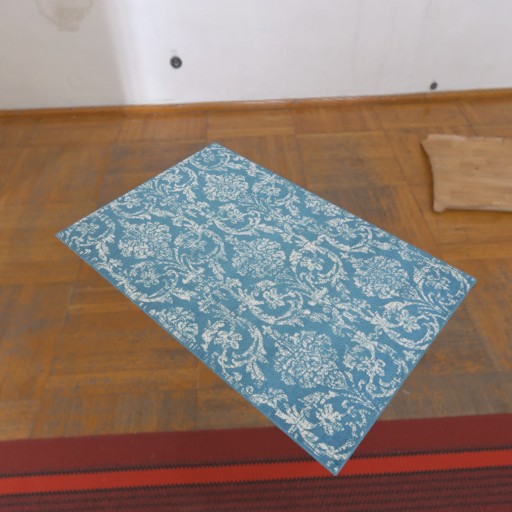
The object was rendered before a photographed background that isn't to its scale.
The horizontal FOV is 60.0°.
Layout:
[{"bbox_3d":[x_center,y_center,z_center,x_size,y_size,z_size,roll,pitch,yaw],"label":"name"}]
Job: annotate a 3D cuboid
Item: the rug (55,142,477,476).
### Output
[{"bbox_3d":[0.000,0.000,3.422,2.746,0.018,1.816,33,55,27],"label":"rug"}]
